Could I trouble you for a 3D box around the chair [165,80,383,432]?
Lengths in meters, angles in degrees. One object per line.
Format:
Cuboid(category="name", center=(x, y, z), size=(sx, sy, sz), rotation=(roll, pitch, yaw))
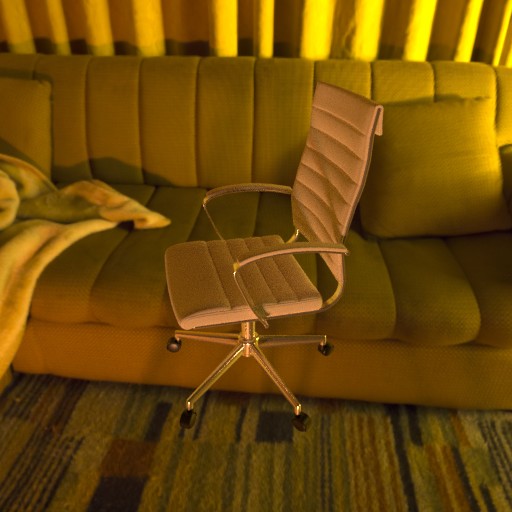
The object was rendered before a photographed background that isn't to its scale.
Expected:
Cuboid(category="chair", center=(0.000, 0.000, 1.664), size=(0.739, 1.149, 0.766), rotation=(-8, 31, -13))
